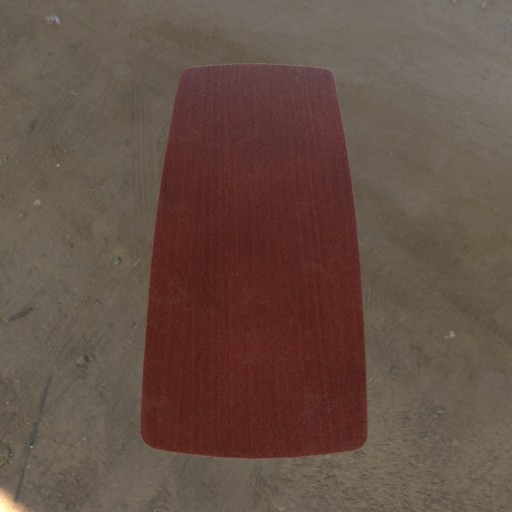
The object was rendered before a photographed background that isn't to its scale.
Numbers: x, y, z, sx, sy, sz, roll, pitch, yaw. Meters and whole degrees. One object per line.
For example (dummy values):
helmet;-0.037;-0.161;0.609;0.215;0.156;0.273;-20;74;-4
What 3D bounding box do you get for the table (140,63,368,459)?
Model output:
table;0.000;0.000;1.448;0.561;0.473;1.216;0;64;0
